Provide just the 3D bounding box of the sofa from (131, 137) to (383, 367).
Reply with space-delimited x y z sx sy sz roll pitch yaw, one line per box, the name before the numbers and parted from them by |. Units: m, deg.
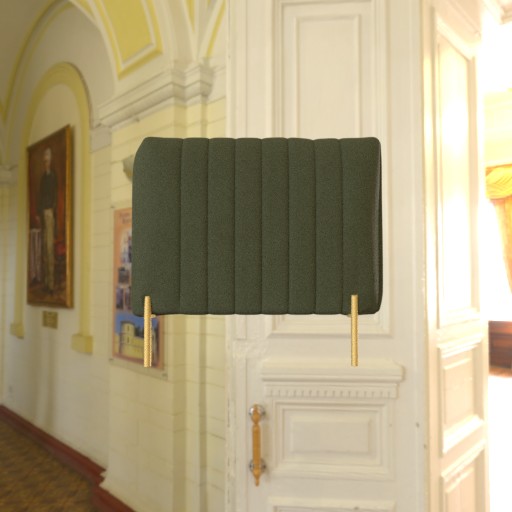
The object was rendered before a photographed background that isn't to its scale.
sofa | 0.000 0.000 2.527 0.896 0.793 2.137 0 -2 -1
